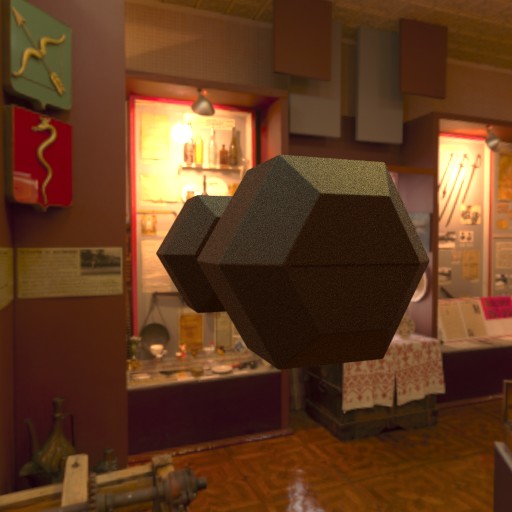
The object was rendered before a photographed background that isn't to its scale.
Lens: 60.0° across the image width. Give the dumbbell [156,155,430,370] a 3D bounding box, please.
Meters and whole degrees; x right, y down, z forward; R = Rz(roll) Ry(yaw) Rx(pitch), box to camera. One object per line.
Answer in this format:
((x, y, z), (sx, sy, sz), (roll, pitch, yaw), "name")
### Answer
((0.000, 0.000, 0.438), (0.157, 0.137, 0.361), (-1, 2, -20), "dumbbell")
